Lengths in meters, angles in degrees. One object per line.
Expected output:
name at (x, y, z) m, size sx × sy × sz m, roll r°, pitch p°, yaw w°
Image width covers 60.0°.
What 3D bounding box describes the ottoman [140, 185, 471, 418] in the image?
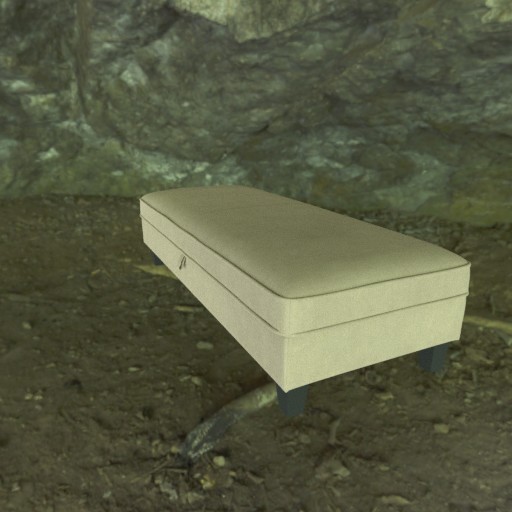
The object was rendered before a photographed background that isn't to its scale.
ottoman at (0.000, 0.000, 2.022) m, size 0.735 × 0.460 × 1.726 m, roll -8°, pitch 19°, yaw -25°
